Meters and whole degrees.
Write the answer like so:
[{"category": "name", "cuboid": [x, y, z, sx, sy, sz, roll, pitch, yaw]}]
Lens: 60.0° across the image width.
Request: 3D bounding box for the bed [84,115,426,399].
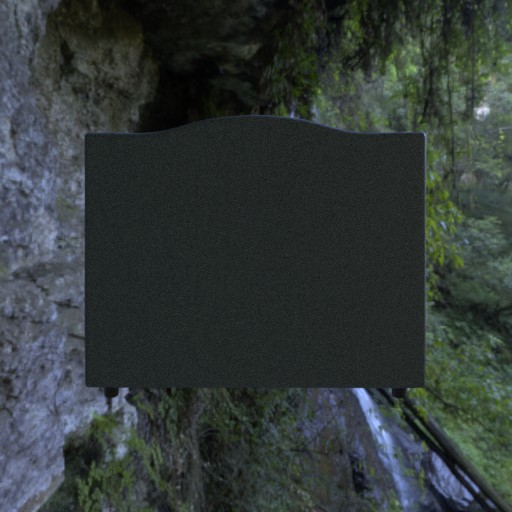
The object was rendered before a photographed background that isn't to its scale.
[{"category": "bed", "cuboid": [0.000, 0.000, 3.308, 1.753, 1.460, 2.143, 0, 0, 0]}]
